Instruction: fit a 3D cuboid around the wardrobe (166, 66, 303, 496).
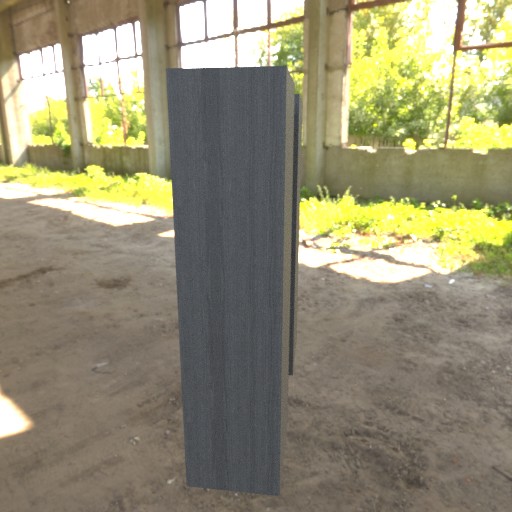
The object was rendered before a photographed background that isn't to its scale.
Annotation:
[{"bbox_3d":[0.000,0.000,2.836,0.480,2.000,1.770,2,15,8],"label":"wardrobe"}]
